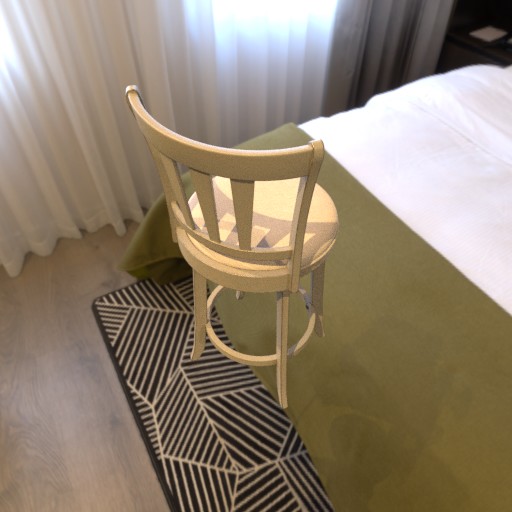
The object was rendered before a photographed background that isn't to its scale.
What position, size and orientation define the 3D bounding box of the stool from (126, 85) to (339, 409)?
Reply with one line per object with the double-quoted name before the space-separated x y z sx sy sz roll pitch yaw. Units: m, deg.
"stool" 0.000 0.000 1.282 0.436 1.042 0.475 22 50 20
